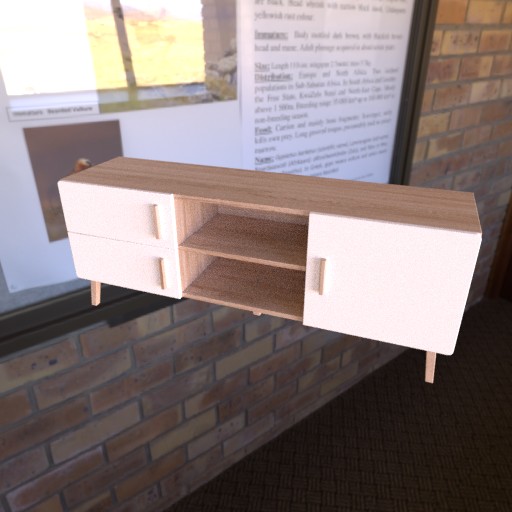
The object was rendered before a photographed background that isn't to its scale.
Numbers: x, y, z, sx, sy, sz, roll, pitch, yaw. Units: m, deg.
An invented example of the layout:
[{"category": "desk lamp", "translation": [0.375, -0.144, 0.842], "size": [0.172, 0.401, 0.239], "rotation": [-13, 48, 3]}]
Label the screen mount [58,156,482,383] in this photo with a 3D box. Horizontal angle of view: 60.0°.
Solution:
[{"category": "screen mount", "translation": [0.000, 0.000, 1.767], "size": [1.500, 0.570, 0.420], "rotation": [9, 28, 18]}]
